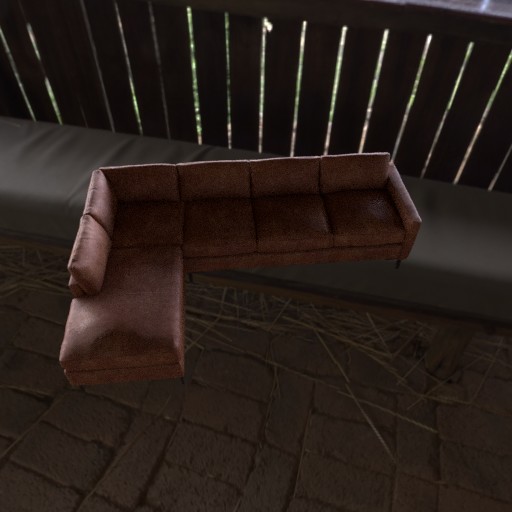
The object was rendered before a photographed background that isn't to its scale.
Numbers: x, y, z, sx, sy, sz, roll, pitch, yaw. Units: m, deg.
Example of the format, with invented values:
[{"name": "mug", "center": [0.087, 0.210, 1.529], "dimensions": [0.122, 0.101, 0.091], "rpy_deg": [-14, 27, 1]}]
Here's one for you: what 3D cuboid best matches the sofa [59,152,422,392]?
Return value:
[{"name": "sofa", "center": [0.000, 0.000, 3.892], "dimensions": [2.984, 0.877, 1.938], "rpy_deg": [-4, 47, -3]}]
